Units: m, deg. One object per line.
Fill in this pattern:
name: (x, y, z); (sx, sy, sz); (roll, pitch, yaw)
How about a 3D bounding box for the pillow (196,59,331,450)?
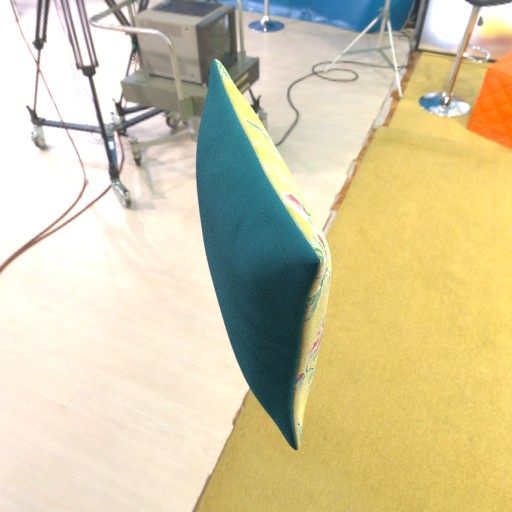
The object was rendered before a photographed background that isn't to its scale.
pillow: (0.000, 0.000, 0.806); (0.166, 0.508, 0.525); (-11, 47, -11)
